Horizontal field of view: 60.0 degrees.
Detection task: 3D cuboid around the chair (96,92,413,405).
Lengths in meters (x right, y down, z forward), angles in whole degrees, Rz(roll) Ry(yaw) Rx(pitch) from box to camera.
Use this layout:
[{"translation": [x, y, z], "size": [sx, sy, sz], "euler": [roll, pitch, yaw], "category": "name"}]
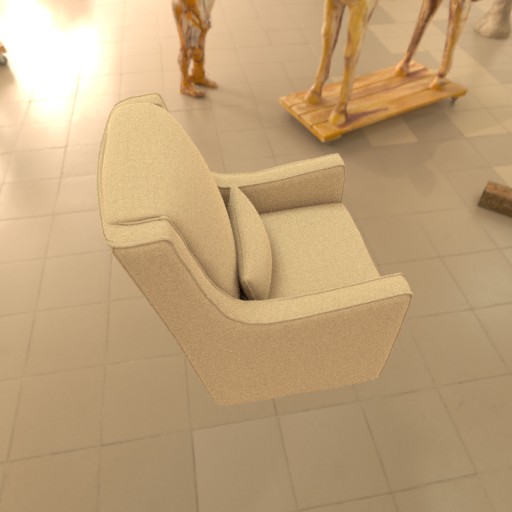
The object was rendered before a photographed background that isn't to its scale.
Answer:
[{"translation": [0.000, 0.000, 1.595], "size": [0.879, 0.993, 0.732], "euler": [-8, 48, -7], "category": "chair"}]
